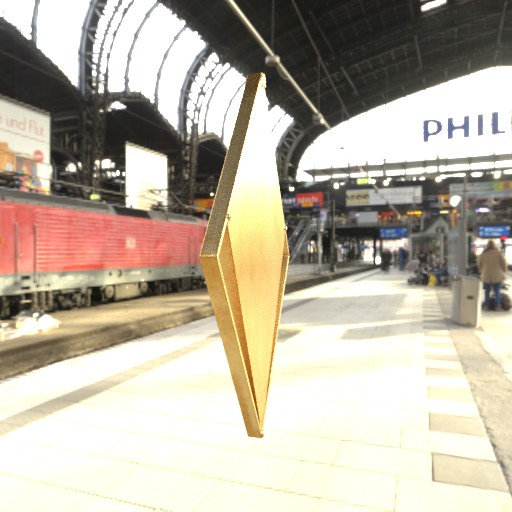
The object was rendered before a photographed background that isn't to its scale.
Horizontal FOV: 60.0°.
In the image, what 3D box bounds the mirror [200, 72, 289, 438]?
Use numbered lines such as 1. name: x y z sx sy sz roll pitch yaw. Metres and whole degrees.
1. mirror: 0.000 0.000 0.826 0.032 0.679 0.419 0 0 18
